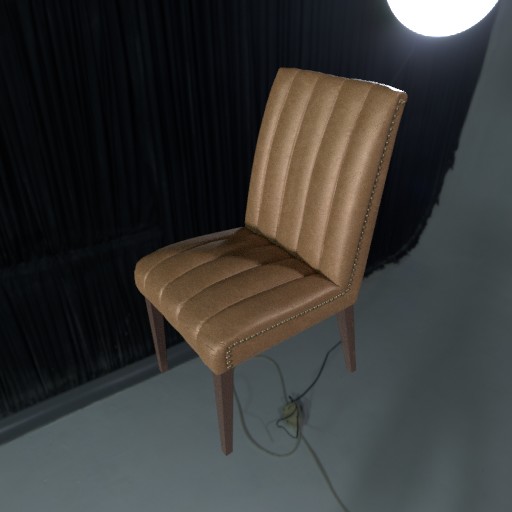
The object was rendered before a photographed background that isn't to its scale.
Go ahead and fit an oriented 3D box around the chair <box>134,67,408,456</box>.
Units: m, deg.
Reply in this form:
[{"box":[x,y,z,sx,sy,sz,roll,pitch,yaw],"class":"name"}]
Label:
[{"box":[0.000,0.000,1.401,0.647,1.016,0.511,-21,37,-31],"class":"chair"}]
